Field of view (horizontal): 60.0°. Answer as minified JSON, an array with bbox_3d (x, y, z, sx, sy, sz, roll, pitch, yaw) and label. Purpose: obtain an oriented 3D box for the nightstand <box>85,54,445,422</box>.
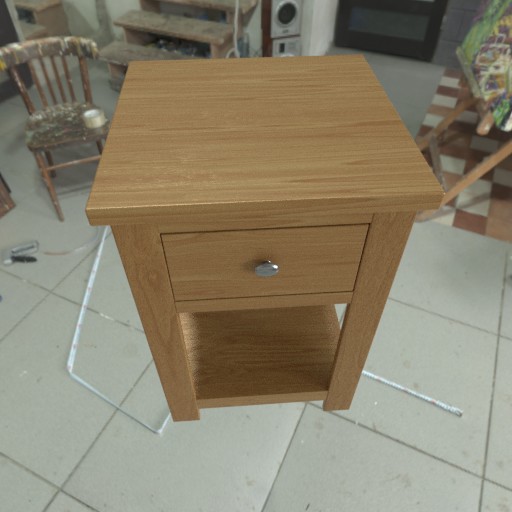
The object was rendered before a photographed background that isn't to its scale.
[{"bbox_3d":[0.000,0.000,0.886,0.428,0.614,0.418,-3,46,-3],"label":"nightstand"}]
